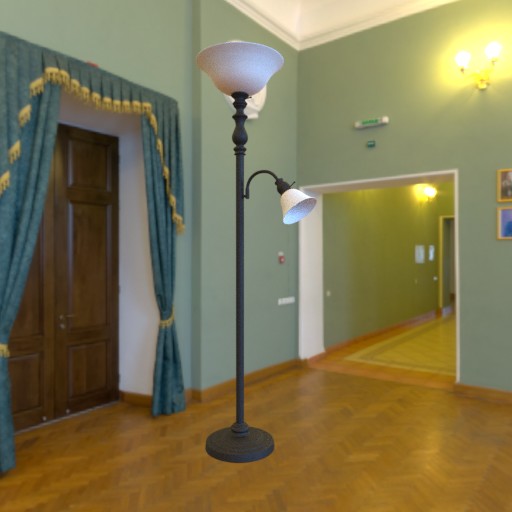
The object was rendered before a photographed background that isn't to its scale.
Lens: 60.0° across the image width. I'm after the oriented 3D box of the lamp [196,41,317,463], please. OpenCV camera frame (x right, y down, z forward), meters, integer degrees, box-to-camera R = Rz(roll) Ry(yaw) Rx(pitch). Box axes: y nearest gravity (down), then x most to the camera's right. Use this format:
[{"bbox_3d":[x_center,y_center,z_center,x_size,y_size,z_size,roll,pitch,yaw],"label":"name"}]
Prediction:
[{"bbox_3d":[0.000,0.000,2.005,0.588,1.793,0.405,0,0,36],"label":"lamp"}]
